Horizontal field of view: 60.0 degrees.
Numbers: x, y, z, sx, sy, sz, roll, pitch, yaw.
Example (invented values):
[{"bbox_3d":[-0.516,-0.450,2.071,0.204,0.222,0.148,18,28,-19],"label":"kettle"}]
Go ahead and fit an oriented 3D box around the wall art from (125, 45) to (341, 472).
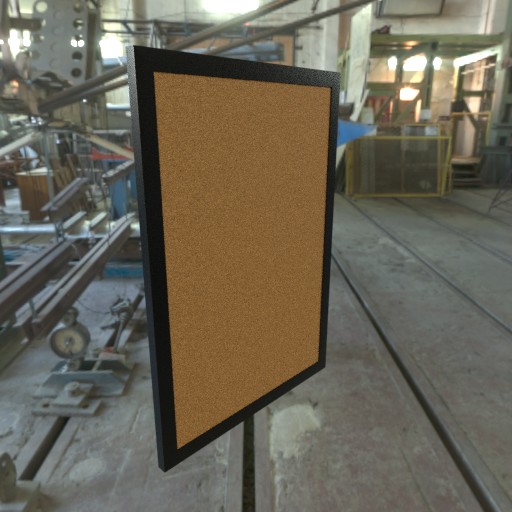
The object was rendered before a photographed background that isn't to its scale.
[{"bbox_3d":[0.000,0.000,0.814,0.019,0.656,0.462,16,23,41],"label":"wall art"}]
